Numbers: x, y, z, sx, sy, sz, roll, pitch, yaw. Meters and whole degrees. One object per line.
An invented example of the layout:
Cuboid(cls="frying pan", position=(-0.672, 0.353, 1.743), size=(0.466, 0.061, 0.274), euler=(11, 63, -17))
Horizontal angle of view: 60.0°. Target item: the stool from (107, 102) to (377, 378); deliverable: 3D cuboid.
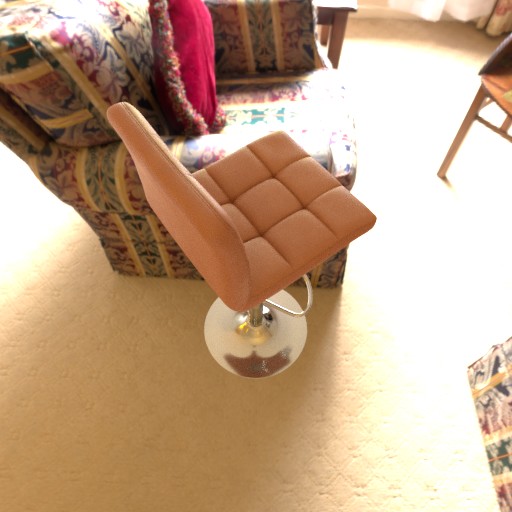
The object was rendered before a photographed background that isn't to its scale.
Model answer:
Cuboid(cls="stool", position=(0.000, 0.000, 1.368), size=(0.505, 1.115, 0.430), euler=(-31, 63, -18))
